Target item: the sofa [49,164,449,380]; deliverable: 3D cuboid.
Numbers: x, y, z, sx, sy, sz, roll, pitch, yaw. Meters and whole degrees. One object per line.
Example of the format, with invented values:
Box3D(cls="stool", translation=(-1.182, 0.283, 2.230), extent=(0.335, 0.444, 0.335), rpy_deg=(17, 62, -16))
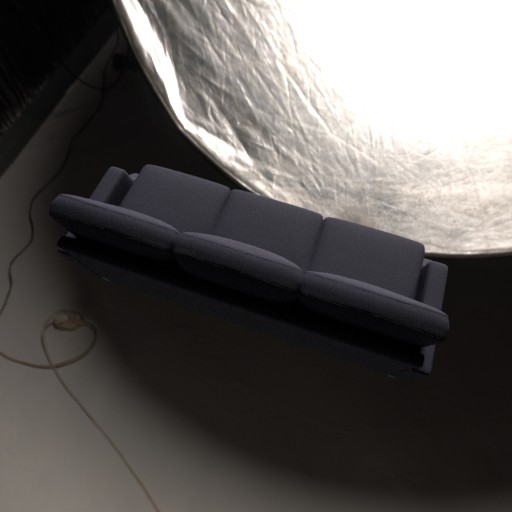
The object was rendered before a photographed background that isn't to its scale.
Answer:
Box3D(cls="sofa", translation=(0.000, 0.000, 2.637), extent=(2.115, 0.984, 0.888), rpy_deg=(17, 64, 9))
